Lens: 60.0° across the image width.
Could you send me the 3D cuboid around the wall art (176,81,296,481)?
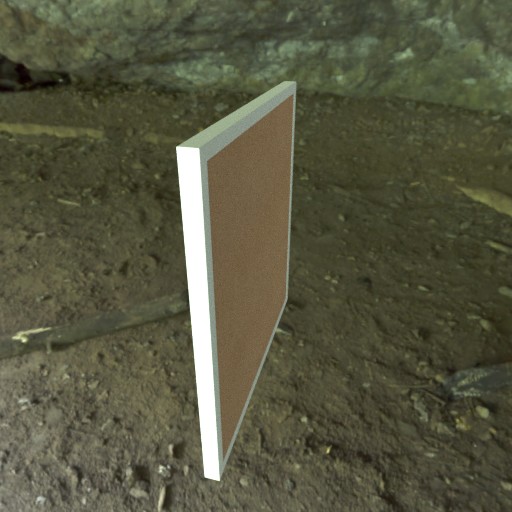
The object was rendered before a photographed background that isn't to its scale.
[{"bbox_3d":[0.000,0.000,1.152,0.036,0.760,0.760,7,29,13],"label":"wall art"}]
